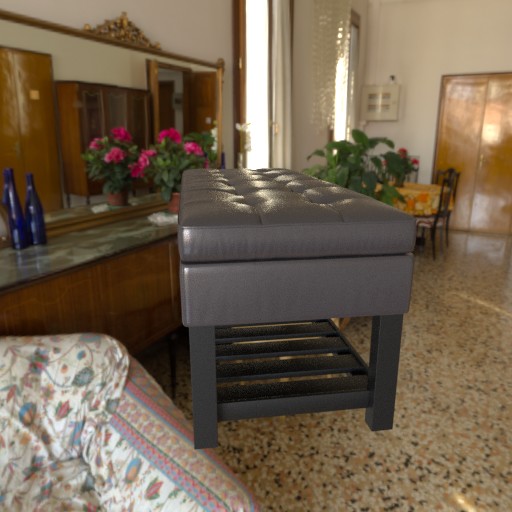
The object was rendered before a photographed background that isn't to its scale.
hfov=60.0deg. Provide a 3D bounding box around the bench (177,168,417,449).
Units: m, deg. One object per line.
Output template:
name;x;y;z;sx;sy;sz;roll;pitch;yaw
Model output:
bench;0.000;0.000;1.330;0.432;0.460;1.105;-2;16;-8
